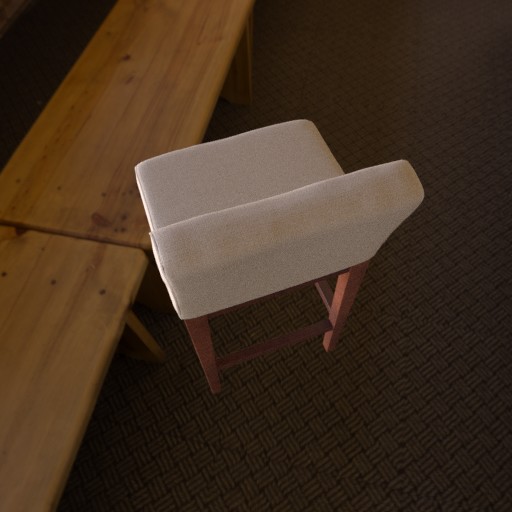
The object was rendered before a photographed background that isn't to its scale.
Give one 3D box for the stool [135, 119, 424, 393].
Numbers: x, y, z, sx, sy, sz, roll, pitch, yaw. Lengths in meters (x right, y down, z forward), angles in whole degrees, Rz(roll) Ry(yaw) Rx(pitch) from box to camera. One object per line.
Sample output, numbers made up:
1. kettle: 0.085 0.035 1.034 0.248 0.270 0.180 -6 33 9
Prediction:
1. stool: 0.000 0.000 1.267 0.511 0.937 0.500 -17 60 -10
